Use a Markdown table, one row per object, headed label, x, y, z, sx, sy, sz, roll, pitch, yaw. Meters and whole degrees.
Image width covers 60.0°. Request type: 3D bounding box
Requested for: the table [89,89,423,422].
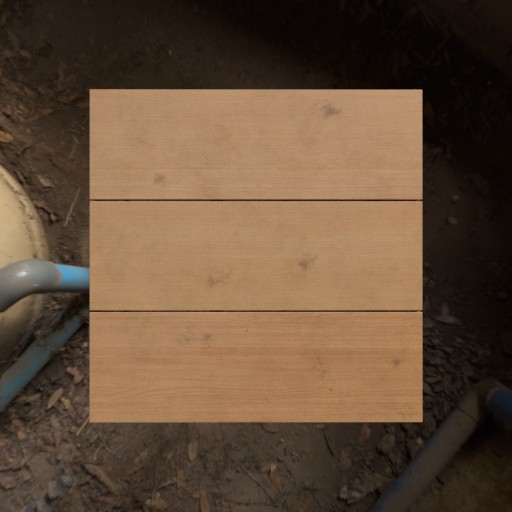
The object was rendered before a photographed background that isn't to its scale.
| label | x | y | z | sx | sy | sz | roll | pitch | yaw |
| --- | --- | --- | --- | --- | --- | --- | --- | --- | --- |
| table | 0.000 | 0.000 | 1.664 | 1.100 | 0.400 | 1.100 | 0 | 90 | 0 |
